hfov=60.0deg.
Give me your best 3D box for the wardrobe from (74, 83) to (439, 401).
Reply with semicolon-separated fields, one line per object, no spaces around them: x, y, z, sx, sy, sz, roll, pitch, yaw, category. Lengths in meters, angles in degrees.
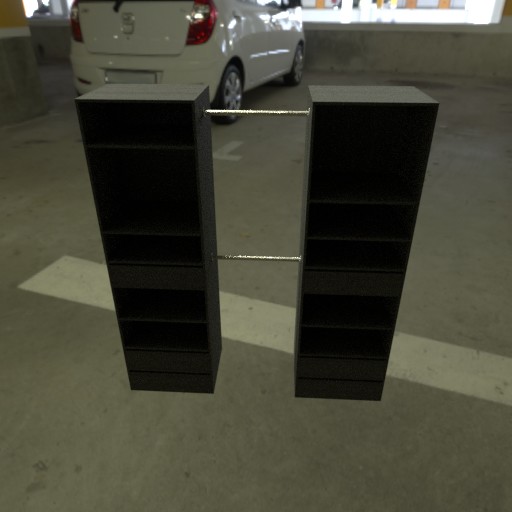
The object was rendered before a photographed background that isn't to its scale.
0.000;0.000;2.848;1.770;2.000;0.480;2;30;3;wardrobe
